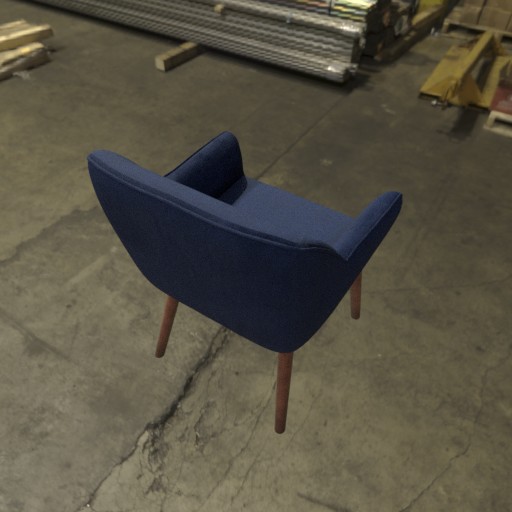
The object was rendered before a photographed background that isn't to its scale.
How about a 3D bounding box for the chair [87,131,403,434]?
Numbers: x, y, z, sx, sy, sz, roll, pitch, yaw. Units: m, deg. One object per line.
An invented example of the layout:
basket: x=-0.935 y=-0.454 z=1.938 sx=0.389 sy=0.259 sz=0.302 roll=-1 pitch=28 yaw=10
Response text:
chair: x=0.000 y=0.000 z=1.257 sx=0.600 sy=0.820 sz=0.600 roll=25 pitch=52 yaw=22
